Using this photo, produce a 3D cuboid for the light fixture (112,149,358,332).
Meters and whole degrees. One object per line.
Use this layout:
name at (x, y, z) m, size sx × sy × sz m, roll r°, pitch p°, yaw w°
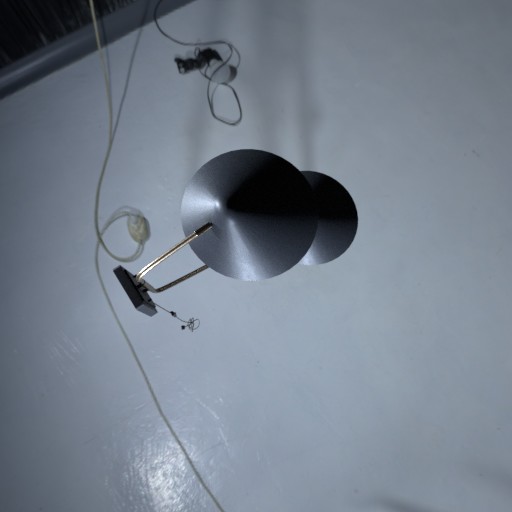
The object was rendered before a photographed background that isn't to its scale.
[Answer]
light fixture at (0.000, 0.000, 0.855) m, size 0.422 × 0.665 × 0.189 m, roll -33°, pitch 78°, yaw -8°
